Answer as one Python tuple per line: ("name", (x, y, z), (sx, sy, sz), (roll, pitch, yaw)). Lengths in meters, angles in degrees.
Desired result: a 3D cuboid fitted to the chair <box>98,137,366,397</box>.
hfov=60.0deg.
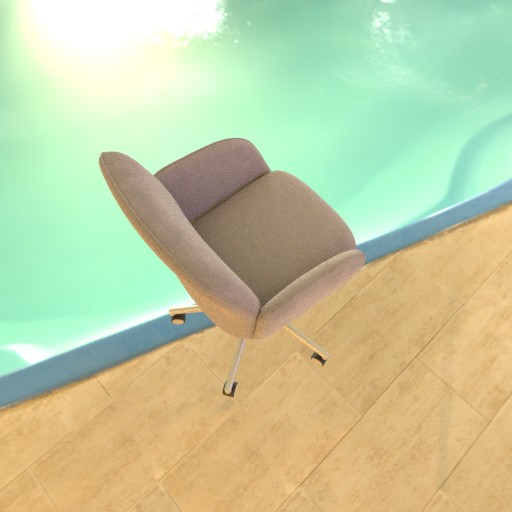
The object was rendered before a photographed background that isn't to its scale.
("chair", (0.000, 0.000, 1.414), (0.654, 0.959, 0.648), (-33, 64, -18))
